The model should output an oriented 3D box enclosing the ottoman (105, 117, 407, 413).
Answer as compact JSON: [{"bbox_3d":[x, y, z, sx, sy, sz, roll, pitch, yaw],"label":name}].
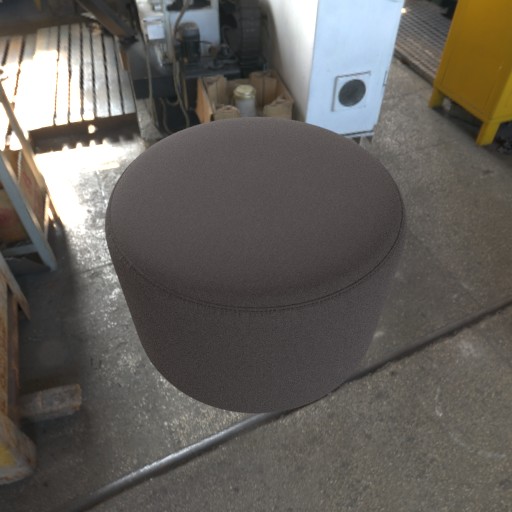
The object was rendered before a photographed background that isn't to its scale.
[{"bbox_3d":[0.000,0.000,1.025,0.608,0.433,0.608,0,47,0],"label":"ottoman"}]
